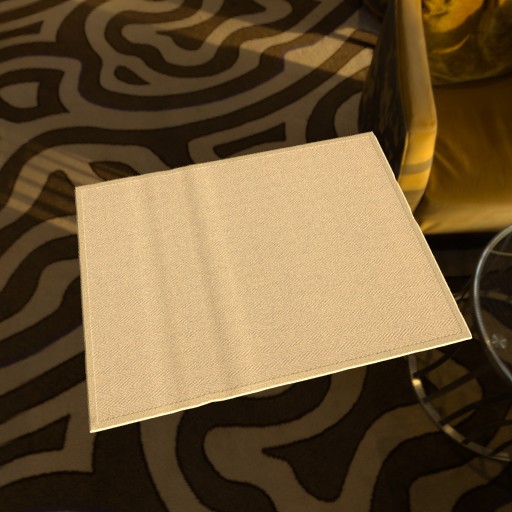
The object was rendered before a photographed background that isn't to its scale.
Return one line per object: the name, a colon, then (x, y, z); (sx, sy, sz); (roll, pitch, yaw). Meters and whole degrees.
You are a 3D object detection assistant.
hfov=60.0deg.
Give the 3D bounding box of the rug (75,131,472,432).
rug: (0.000, 0.000, 4.707); (3.659, 0.037, 2.734); (-12, 63, -6)
